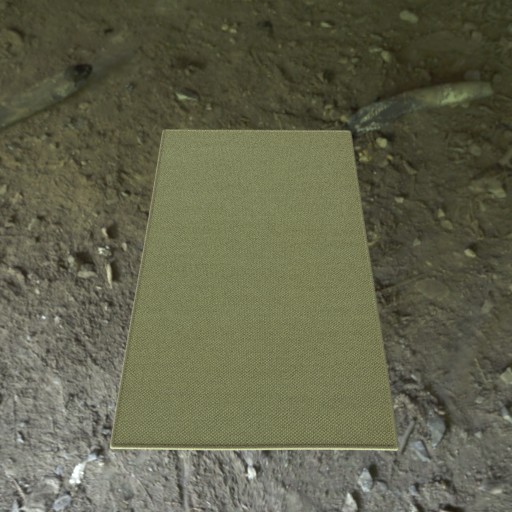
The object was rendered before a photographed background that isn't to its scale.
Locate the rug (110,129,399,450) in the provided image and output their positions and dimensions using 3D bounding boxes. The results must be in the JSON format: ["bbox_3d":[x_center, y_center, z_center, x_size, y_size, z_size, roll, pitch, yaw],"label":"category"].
[{"bbox_3d":[0.000,0.000,2.066,1.067,0.013,1.676,0,58,0],"label":"rug"}]
